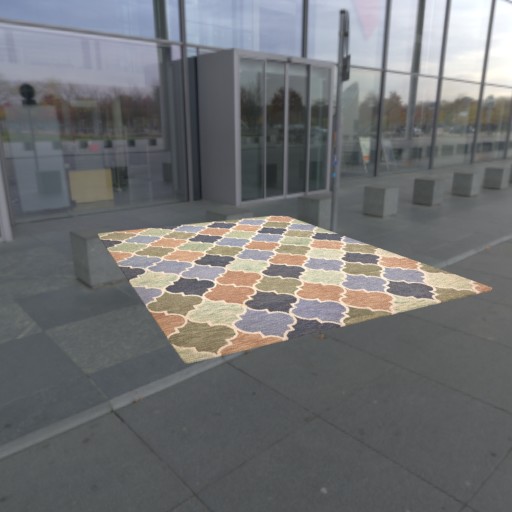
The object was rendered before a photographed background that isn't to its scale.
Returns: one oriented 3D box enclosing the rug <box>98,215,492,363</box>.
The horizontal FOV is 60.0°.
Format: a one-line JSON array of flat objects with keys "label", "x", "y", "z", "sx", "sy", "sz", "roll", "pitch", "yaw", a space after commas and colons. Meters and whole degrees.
[{"label": "rug", "x": 0.000, "y": 0.000, "z": 4.205, "sx": 2.439, "sy": 0.013, "sz": 3.200, "roll": -8, "pitch": 18, "yaw": -26}]
